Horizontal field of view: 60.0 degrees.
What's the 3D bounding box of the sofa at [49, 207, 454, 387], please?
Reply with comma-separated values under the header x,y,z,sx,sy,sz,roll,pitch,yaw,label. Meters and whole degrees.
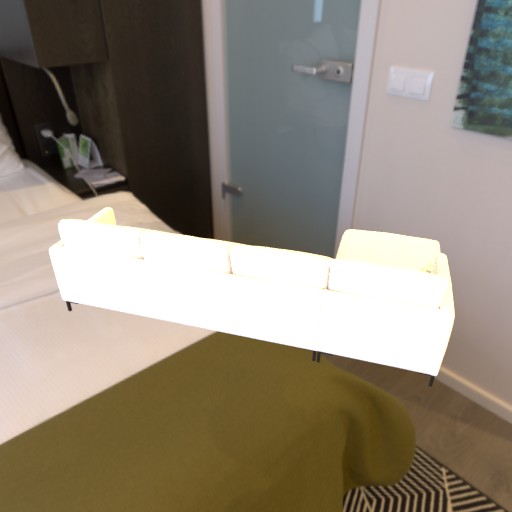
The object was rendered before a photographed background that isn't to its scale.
x,y,z,sx,sy,sz,roll,pitch,yaw,label
0.000,0.000,3.948,3.186,0.875,1.467,9,32,14,sofa
